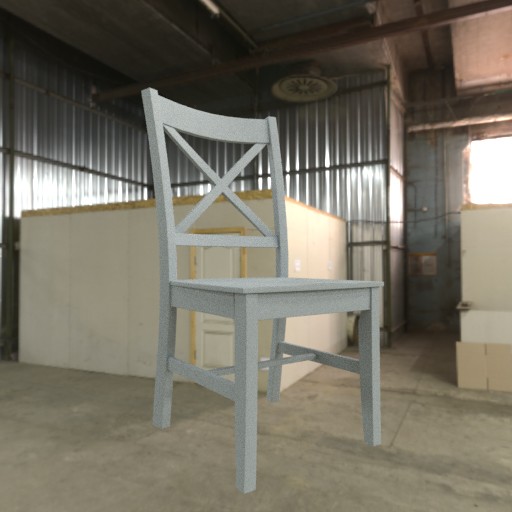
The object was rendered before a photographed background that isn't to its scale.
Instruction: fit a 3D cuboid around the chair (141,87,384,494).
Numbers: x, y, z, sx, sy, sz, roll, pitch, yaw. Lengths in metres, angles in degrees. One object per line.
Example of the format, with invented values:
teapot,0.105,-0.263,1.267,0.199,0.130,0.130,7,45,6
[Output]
chair,0.000,0.000,1.250,0.485,0.983,0.542,0,-1,-35
